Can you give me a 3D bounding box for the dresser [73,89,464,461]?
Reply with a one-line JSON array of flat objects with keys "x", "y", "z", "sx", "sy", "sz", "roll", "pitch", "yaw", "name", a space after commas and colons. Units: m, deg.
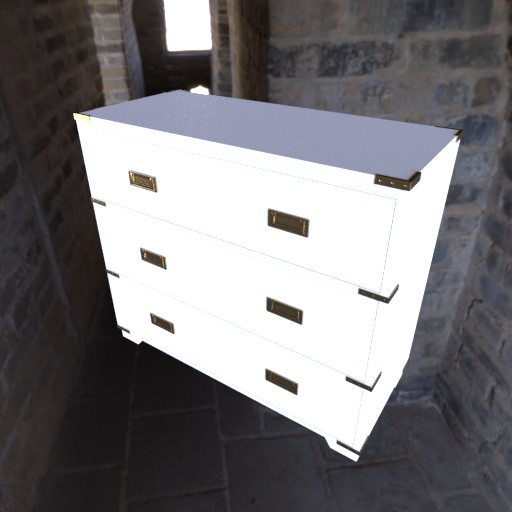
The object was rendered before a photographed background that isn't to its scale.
[{"x": 0.000, "y": 0.000, "z": 1.484, "sx": 1.022, "sy": 0.891, "sz": 0.460, "roll": 19, "pitch": 36, "yaw": 29, "name": "dresser"}]
